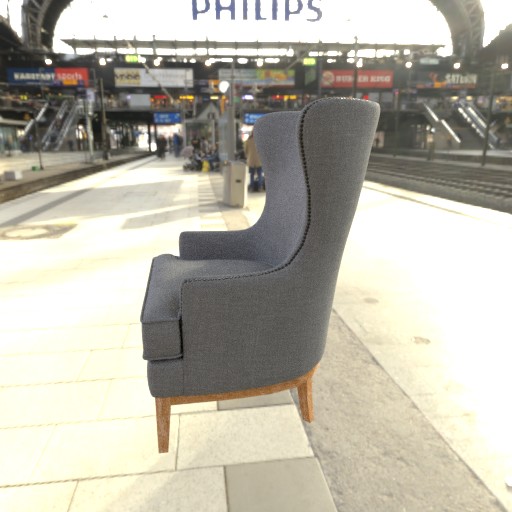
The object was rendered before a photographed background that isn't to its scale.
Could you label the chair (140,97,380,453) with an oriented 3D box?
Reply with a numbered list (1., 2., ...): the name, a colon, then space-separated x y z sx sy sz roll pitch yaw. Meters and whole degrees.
1. chair: 0.000 0.000 1.820 0.883 1.176 0.864 -3 15 -9
